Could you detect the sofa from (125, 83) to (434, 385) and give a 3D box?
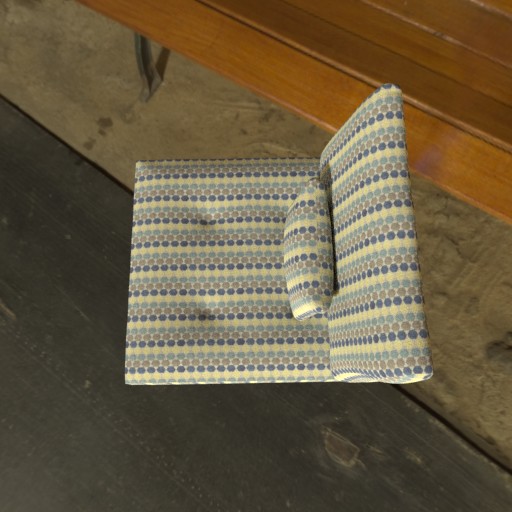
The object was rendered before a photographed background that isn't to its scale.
[{"bbox_3d":[0.000,0.000,1.663,1.000,0.830,0.930,-1,75,0],"label":"sofa"}]
